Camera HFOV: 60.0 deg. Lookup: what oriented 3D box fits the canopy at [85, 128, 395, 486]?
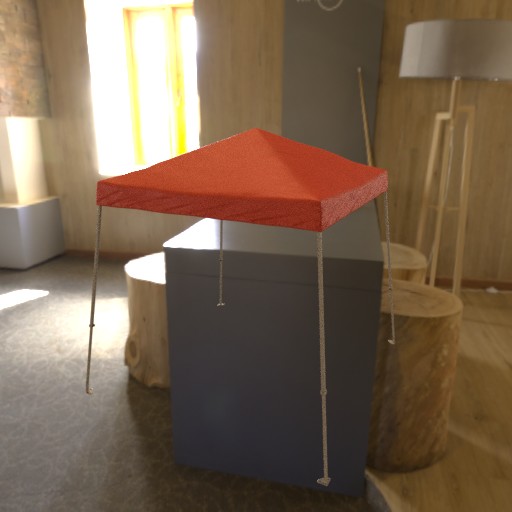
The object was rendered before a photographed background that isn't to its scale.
[{"bbox_3d":[0.000,0.000,5.131,2.850,2.850,2.849,9,19,26],"label":"canopy"}]
